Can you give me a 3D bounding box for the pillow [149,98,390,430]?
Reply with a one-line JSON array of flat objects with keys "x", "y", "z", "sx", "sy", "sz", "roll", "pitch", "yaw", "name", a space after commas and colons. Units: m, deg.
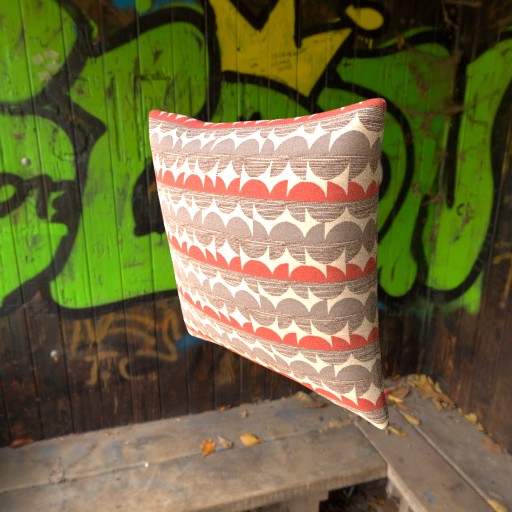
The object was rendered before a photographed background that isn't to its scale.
[{"x": 0.000, "y": 0.000, "z": 0.637, "sx": 0.180, "sy": 0.410, "sz": 0.420, "roll": -15, "pitch": 22, "yaw": -43, "name": "pillow"}]
